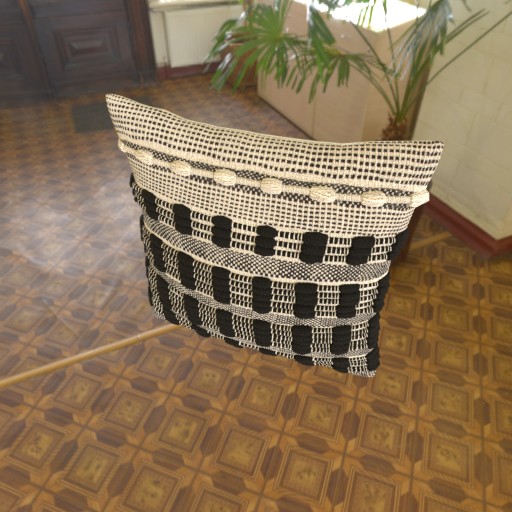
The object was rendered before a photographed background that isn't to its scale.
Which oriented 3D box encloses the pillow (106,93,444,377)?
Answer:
[{"bbox_3d":[0.000,0.000,0.673,0.436,0.438,0.156,13,42,15],"label":"pillow"}]
